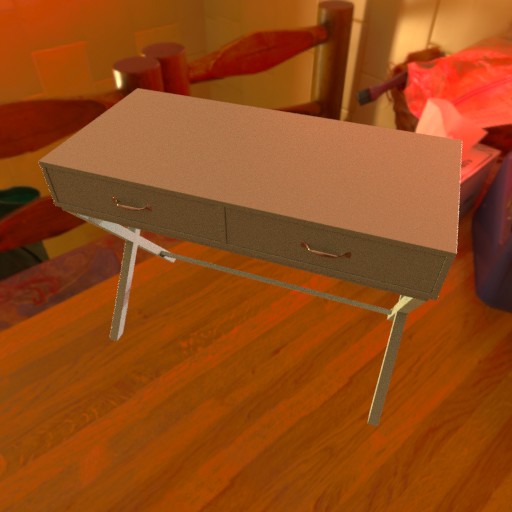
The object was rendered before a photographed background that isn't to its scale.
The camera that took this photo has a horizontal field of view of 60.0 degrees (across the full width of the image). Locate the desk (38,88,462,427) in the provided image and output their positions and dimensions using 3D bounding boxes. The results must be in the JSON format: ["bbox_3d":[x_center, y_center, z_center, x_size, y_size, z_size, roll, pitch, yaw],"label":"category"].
[{"bbox_3d":[0.000,0.000,1.479,1.057,0.780,0.525,14,45,14],"label":"desk"}]
